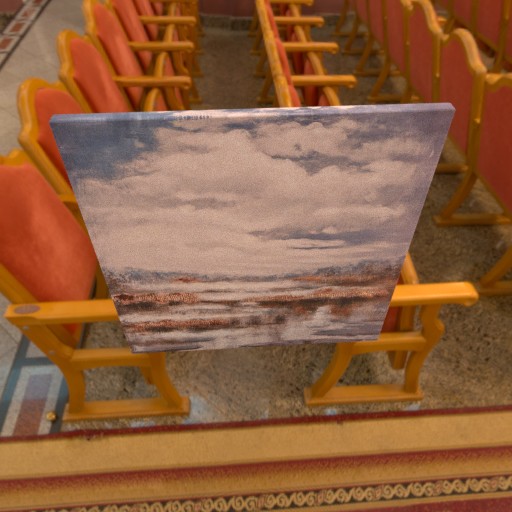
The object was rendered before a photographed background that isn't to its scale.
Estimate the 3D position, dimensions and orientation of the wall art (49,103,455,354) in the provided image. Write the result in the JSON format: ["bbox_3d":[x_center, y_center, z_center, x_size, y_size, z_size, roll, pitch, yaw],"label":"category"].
[{"bbox_3d":[0.000,0.000,1.468,1.010,1.020,0.040,-3,45,-3],"label":"wall art"}]
